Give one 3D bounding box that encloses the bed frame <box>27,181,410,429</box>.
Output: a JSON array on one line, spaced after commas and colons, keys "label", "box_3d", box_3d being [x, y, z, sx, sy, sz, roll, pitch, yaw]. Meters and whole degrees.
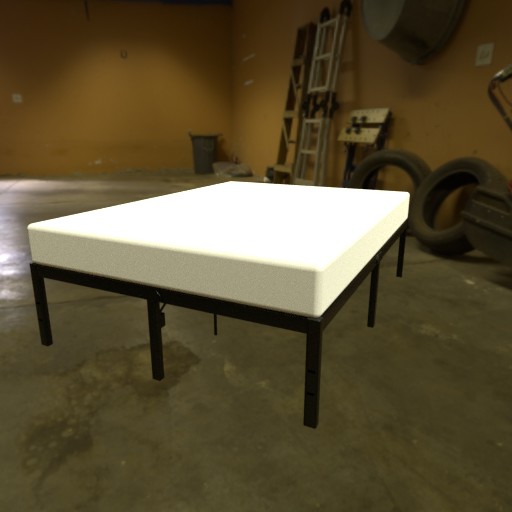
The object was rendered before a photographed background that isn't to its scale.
[{"label": "bed frame", "box_3d": [0.000, 0.000, 2.832, 1.557, 0.659, 2.072, 8, 18, 26]}]
